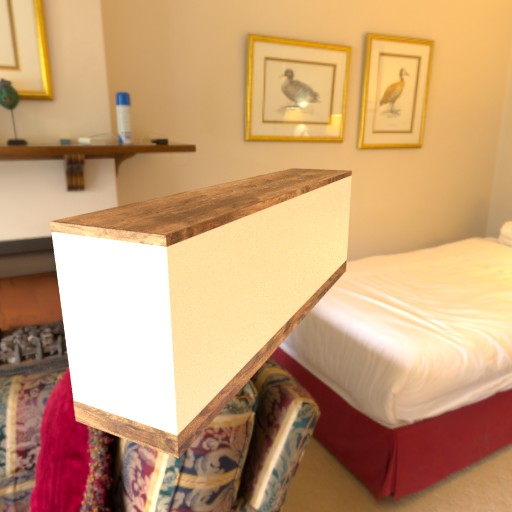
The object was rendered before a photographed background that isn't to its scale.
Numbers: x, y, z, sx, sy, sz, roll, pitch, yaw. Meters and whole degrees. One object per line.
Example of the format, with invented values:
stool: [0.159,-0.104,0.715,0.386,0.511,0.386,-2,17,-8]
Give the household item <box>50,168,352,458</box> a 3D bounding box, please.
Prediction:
household item: [0.000,0.000,1.966,0.390,0.615,1.800,7,18,24]
